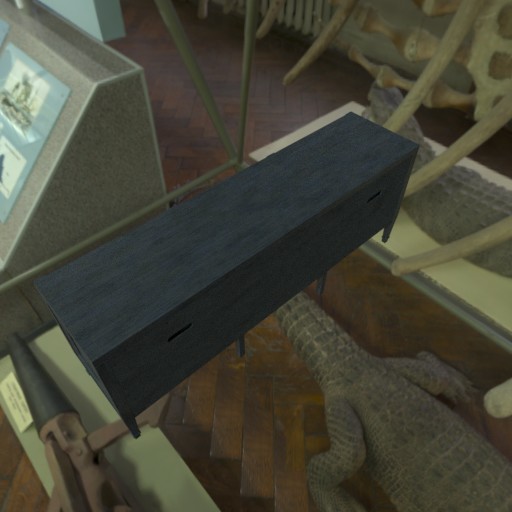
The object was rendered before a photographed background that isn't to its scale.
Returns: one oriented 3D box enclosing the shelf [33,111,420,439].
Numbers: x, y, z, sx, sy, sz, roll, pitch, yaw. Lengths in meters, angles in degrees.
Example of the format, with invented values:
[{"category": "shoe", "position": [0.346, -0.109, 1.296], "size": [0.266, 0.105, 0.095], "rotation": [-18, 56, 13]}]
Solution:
[{"category": "shelf", "position": [0.000, 0.000, 2.261], "size": [1.878, 0.715, 0.471], "rotation": [-34, 56, -27]}]
